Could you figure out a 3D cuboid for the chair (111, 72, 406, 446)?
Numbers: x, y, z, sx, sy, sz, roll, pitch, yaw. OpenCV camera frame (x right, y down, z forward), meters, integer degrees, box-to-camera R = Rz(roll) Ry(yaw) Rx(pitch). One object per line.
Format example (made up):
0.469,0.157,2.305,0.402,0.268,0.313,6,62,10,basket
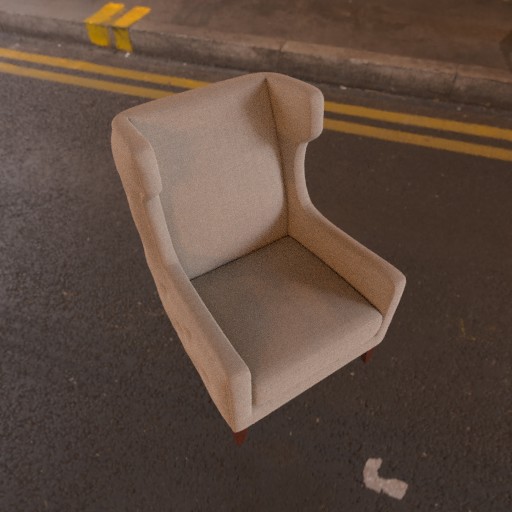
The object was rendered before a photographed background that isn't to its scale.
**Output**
0.000,0.000,1.734,0.778,1.079,0.899,-25,52,-22,chair
